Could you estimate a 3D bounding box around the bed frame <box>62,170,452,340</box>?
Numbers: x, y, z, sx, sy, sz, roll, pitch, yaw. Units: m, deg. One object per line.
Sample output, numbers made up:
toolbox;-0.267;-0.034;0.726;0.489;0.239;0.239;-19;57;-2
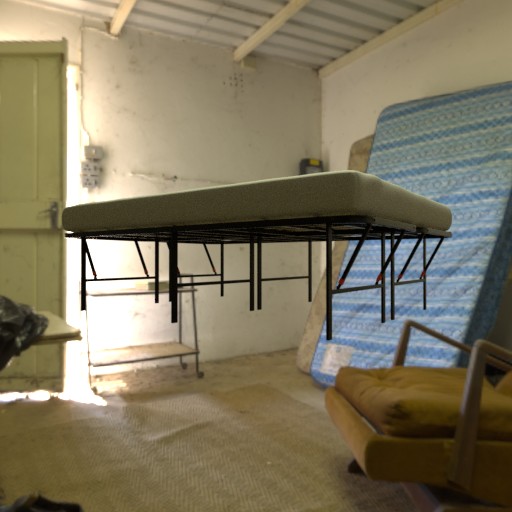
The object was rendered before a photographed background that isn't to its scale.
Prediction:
bed frame;0.000;0.000;2.613;1.905;0.637;1.372;0;-1;36
